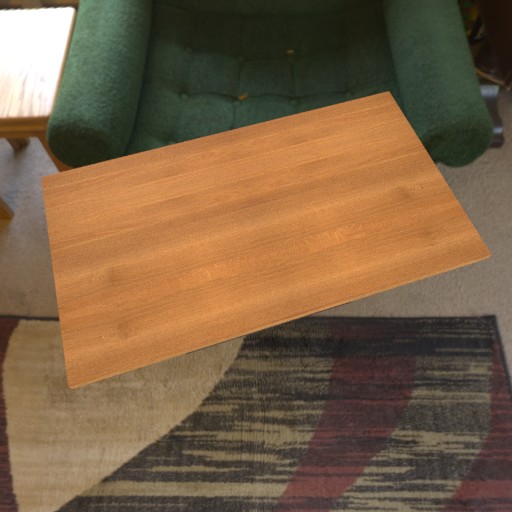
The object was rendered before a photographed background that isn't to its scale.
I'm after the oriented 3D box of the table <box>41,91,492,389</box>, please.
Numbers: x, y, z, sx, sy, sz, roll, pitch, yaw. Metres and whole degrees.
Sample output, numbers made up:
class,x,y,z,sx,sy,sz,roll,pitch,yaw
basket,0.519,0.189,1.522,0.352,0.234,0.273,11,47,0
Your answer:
class,x,y,z,sx,sy,sz,roll,pitch,yaw
table,0.000,0.000,2.108,1.600,0.750,0.900,-16,65,-8
